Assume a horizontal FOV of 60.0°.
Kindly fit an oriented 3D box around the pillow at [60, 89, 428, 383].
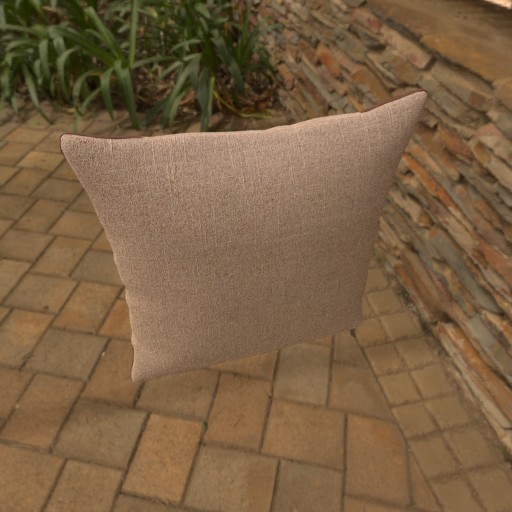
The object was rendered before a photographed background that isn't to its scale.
[{"bbox_3d":[0.000,0.000,0.648,0.437,0.448,0.147,-12,43,-13],"label":"pillow"}]
